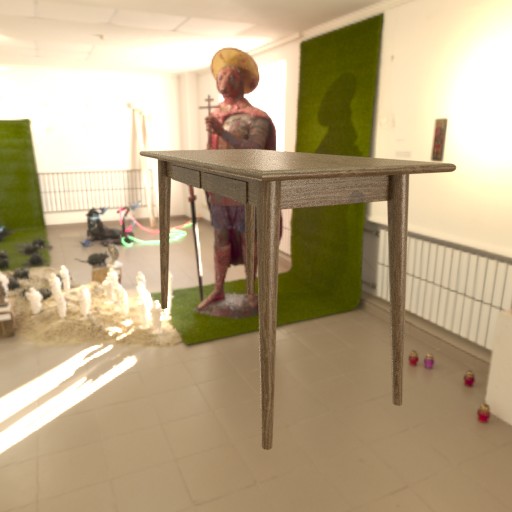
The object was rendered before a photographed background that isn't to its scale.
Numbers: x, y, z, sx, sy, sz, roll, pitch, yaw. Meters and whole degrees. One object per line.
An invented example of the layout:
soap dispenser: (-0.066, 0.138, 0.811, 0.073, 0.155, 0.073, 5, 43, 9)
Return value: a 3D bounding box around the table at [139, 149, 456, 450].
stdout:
table: (0.000, 0.000, 1.761, 0.599, 0.780, 1.300, -7, 17, -25)
